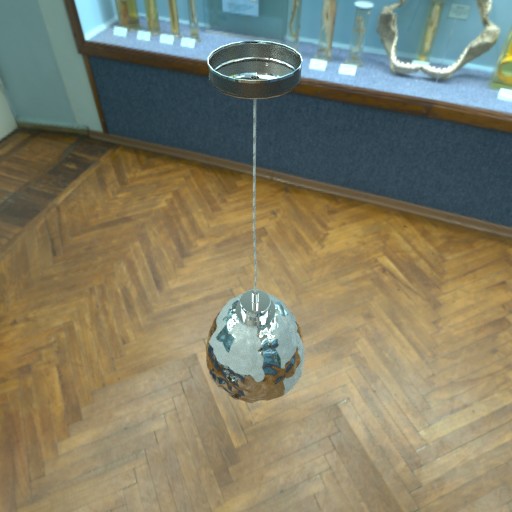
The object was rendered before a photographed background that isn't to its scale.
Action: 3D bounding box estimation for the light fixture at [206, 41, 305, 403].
[{"bbox_3d":[0.000,0.000,1.723,0.500,1.511,0.496,17,49,16],"label":"light fixture"}]
